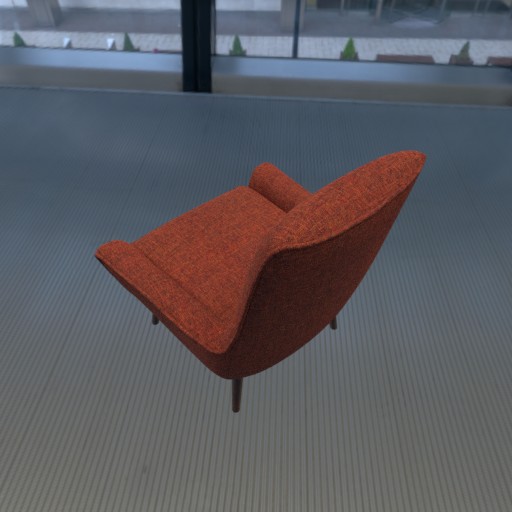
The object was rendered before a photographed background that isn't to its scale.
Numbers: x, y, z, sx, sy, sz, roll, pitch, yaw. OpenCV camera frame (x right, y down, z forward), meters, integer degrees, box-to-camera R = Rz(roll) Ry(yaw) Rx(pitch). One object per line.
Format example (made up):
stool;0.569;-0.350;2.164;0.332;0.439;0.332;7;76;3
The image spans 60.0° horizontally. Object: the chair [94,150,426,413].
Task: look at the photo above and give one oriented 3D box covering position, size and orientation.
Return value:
chair;0.000;0.000;1.479;0.803;0.911;0.784;-33;53;-29
